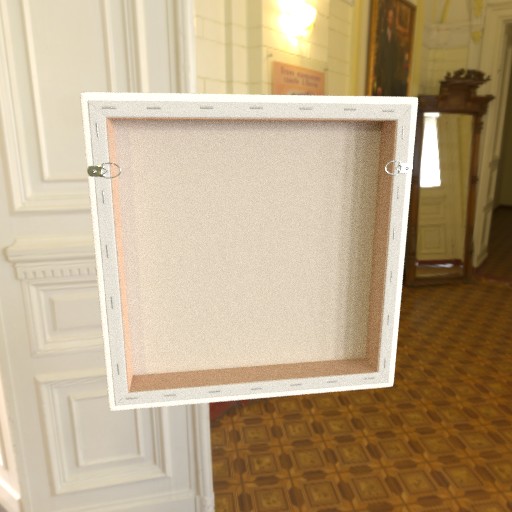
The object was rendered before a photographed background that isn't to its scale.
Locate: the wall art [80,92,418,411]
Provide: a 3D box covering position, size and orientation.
[{"bbox_3d":[0.000,0.000,0.445,0.303,0.304,0.036,-2,15,-8],"label":"wall art"}]
